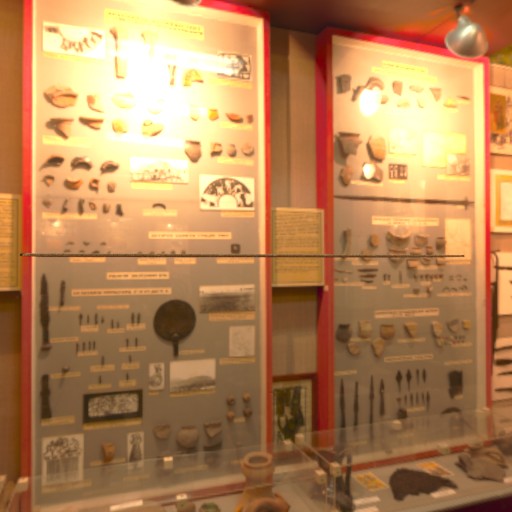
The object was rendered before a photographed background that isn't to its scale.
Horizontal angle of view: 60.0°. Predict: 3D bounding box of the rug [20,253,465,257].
[{"bbox_3d":[0.000,0.000,2.692,2.438,0.012,0.762,0,0,-18],"label":"rug"}]
